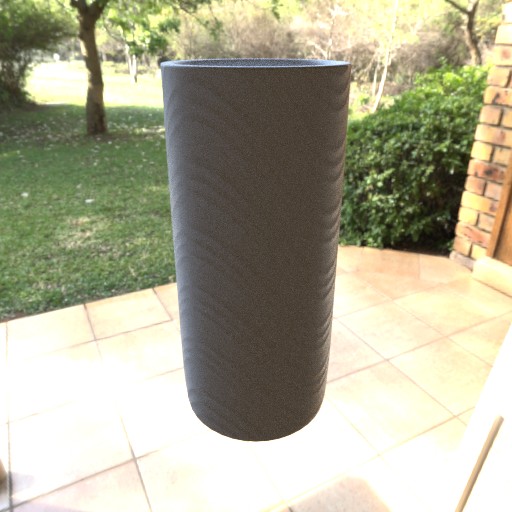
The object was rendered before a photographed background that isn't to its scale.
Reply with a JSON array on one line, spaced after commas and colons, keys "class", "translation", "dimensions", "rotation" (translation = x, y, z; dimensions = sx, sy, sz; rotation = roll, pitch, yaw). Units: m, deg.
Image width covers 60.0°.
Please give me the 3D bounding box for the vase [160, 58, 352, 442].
[{"class": "vase", "translation": [0.000, 0.000, 0.393], "dimensions": [0.143, 0.316, 0.143], "rotation": [0, 26, 0]}]
